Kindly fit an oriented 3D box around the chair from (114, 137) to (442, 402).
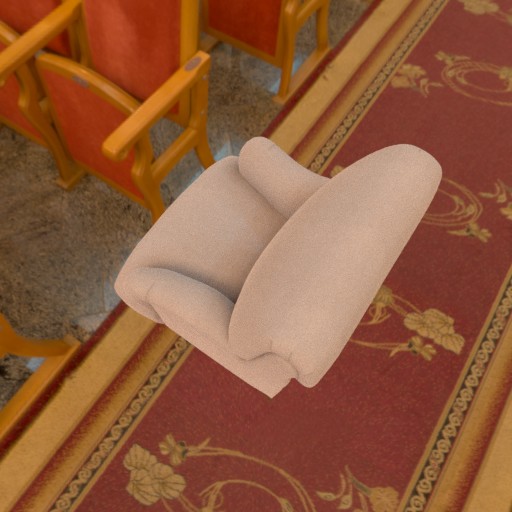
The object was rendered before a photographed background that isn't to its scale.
[{"bbox_3d":[0.000,0.000,1.596,0.842,0.942,0.766,31,67,15],"label":"chair"}]
